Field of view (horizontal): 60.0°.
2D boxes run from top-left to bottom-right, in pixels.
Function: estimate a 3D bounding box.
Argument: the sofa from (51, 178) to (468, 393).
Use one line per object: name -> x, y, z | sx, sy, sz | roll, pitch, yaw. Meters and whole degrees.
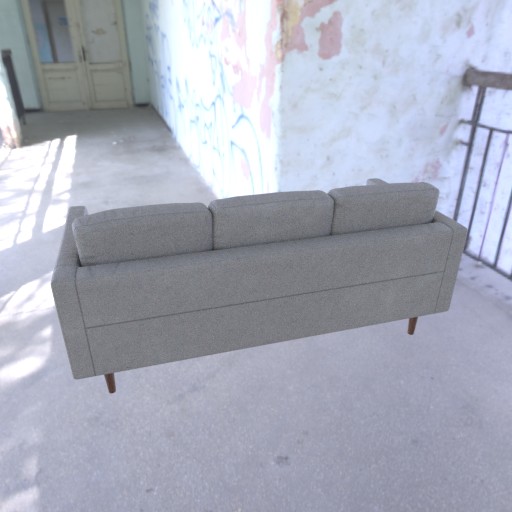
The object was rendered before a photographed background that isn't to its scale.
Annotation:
sofa -> 0.000, 0.000, 2.525 | 1.983, 0.918, 0.944 | -8, 28, -14
